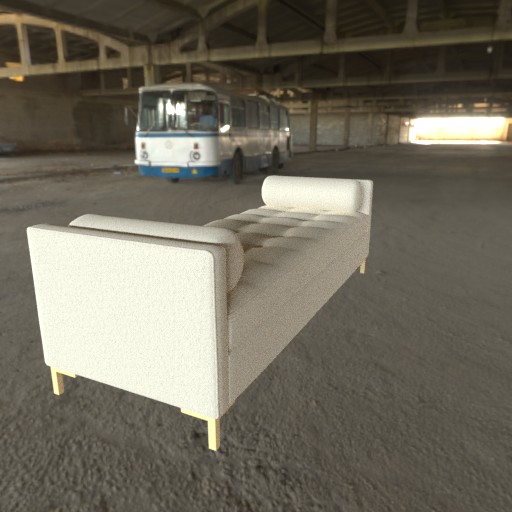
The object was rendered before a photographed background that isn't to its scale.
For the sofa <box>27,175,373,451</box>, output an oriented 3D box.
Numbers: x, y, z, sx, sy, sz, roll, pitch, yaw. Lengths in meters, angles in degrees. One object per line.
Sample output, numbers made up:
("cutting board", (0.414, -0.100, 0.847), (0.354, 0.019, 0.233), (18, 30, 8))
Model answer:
("sofa", (0.000, 0.000, 2.230), (0.746, 0.641, 1.985), (8, 17, 25))
